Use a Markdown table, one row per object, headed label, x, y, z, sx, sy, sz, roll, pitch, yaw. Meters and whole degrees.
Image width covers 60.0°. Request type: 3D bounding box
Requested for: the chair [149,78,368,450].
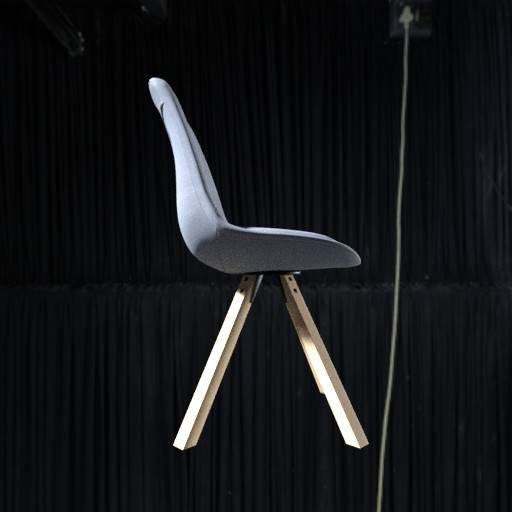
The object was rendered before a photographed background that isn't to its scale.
| label | x | y | z | sx | sy | sz | roll | pitch | yaw |
| --- | --- | --- | --- | --- | --- | --- | --- | --- | --- |
| chair | 0.000 | 0.000 | 1.197 | 0.549 | 0.863 | 0.474 | 0 | -1 | 0 |
